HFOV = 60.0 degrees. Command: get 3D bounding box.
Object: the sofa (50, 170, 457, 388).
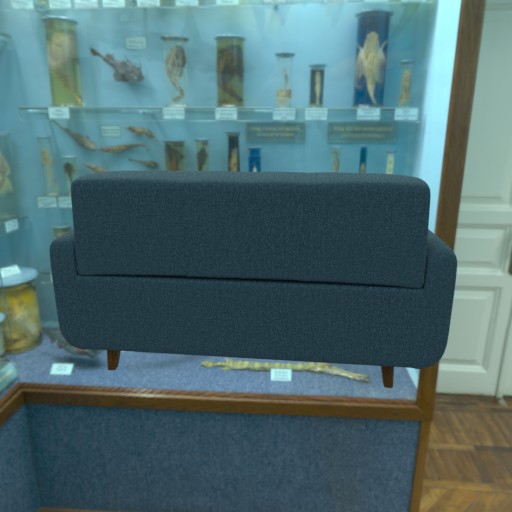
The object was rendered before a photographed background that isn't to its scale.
[{"bbox_3d":[0.000,0.000,2.235,1.651,0.896,0.942,2,16,6],"label":"sofa"}]
